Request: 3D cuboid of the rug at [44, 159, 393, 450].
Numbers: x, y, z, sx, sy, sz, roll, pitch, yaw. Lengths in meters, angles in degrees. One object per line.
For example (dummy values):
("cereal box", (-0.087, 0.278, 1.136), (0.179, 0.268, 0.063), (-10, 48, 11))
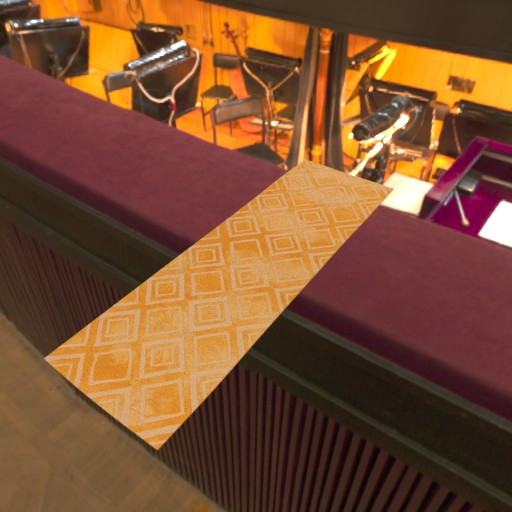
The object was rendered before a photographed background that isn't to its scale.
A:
("rug", (0.000, 0.000, 2.702), (0.775, 0.010, 2.438), (25, 46, 26))
